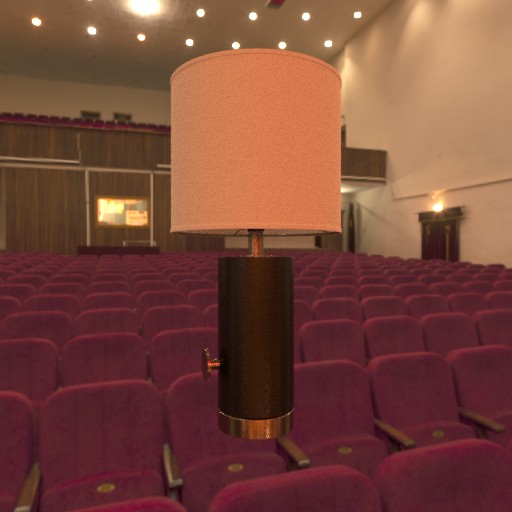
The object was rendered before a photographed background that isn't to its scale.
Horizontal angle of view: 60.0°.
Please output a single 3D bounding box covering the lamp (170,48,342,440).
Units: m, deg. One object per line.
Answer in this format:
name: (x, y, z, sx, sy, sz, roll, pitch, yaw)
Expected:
lamp: (0.000, 0.000, 0.634, 0.240, 0.482, 0.241, 0, 0, -18)
